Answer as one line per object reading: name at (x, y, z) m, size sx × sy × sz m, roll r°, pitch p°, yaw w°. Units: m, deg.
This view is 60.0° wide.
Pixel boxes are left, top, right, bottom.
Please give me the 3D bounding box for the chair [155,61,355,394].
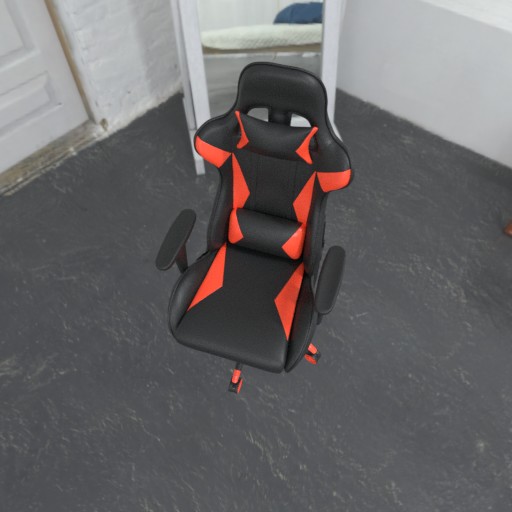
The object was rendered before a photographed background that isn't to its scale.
chair at (0.000, 0.000, 1.714) m, size 0.695 × 1.282 × 0.730 m, roll 15°, pitch 57°, yaw 10°
